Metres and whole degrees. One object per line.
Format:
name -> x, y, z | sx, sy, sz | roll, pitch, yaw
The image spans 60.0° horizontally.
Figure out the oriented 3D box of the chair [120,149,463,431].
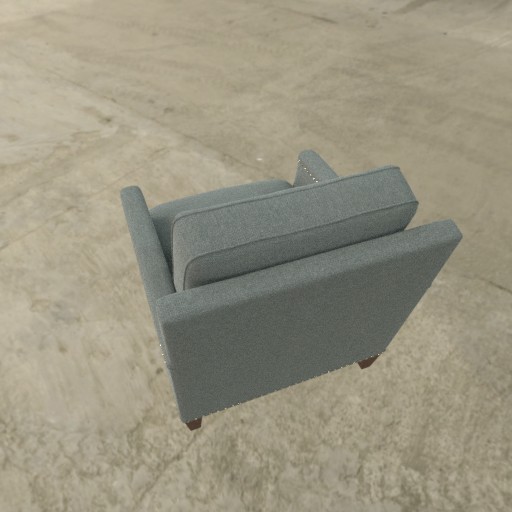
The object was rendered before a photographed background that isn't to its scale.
chair -> 0.000, 0.000, 1.740 | 0.885, 1.031, 1.031 | -15, 46, -15
